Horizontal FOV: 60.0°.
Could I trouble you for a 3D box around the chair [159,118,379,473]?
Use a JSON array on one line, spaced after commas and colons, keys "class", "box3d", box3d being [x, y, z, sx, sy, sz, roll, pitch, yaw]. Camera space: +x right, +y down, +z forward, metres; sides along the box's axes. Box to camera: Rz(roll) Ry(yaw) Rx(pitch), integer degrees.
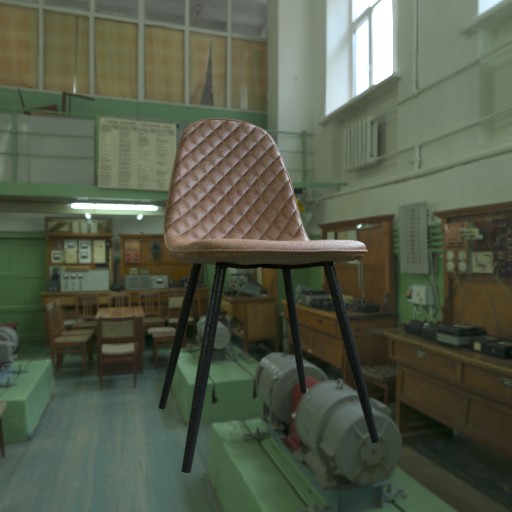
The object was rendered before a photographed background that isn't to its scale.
[{"class": "chair", "box3d": [0.000, 0.000, 1.189, 0.472, 0.889, 0.561, 0, 0, -19]}]
